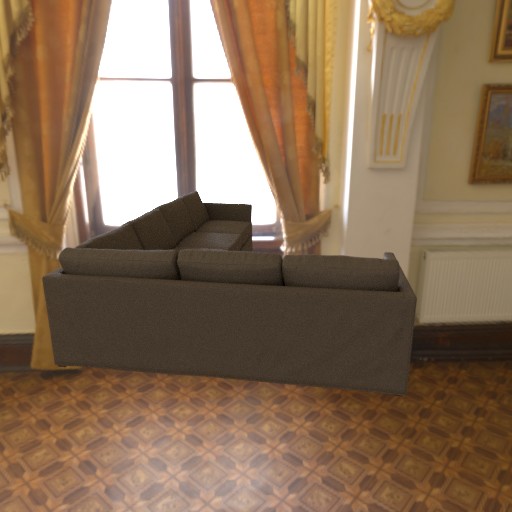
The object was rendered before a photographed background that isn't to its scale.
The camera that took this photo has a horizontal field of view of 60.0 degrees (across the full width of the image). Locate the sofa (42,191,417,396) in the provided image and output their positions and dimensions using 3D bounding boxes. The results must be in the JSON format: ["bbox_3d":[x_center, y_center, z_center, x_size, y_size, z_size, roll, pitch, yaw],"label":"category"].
[{"bbox_3d":[0.000,0.000,4.341,2.432,0.871,3.182,2,16,9],"label":"sofa"}]
